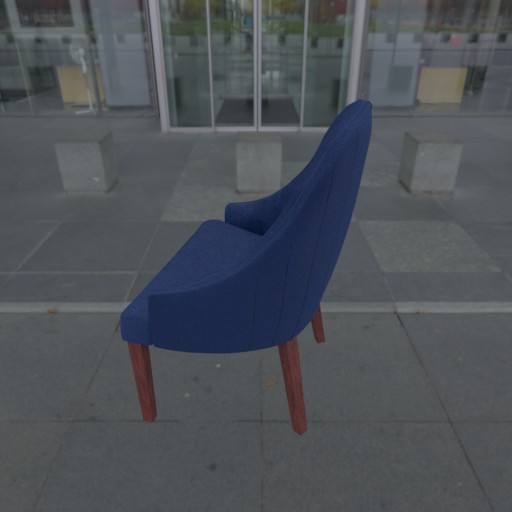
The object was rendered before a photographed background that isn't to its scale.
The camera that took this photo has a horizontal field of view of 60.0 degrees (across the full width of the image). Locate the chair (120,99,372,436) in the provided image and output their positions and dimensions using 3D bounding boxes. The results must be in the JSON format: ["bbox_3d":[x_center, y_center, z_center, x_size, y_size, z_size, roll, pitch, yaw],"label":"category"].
[{"bbox_3d":[0.000,0.000,1.313,0.575,0.889,0.643,7,29,13],"label":"chair"}]
